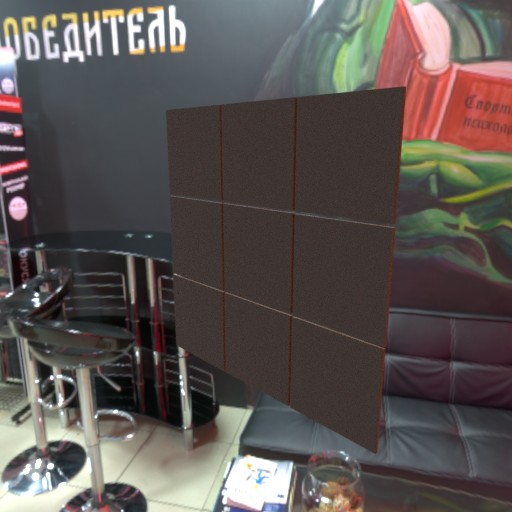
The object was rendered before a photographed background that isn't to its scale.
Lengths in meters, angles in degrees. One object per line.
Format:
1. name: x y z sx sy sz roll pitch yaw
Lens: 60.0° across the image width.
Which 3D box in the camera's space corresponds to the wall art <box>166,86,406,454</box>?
1. wall art: 0.000 0.000 2.299 0.017 1.521 1.527 -13 19 -43
